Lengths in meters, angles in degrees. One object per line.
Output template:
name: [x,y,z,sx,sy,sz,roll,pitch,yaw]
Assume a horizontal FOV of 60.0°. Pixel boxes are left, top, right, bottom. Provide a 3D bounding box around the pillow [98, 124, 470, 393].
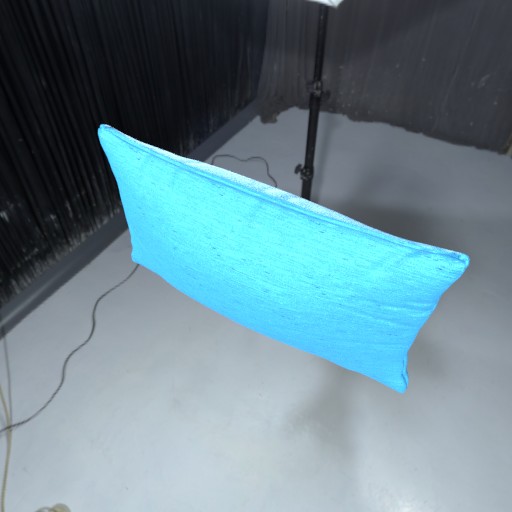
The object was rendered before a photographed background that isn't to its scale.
pillow: [0.000,0.000,0.785,0.633,0.338,0.210,23,51,21]
